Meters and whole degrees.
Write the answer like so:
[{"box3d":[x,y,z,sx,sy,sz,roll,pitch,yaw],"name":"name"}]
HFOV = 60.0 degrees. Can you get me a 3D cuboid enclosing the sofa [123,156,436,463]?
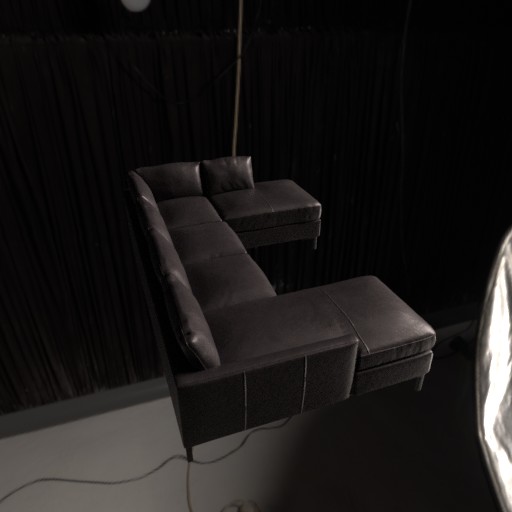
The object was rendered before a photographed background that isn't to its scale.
[{"box3d":[0.000,0.000,3.844,1.939,0.900,2.956,-10,32,-17],"name":"sofa"}]
